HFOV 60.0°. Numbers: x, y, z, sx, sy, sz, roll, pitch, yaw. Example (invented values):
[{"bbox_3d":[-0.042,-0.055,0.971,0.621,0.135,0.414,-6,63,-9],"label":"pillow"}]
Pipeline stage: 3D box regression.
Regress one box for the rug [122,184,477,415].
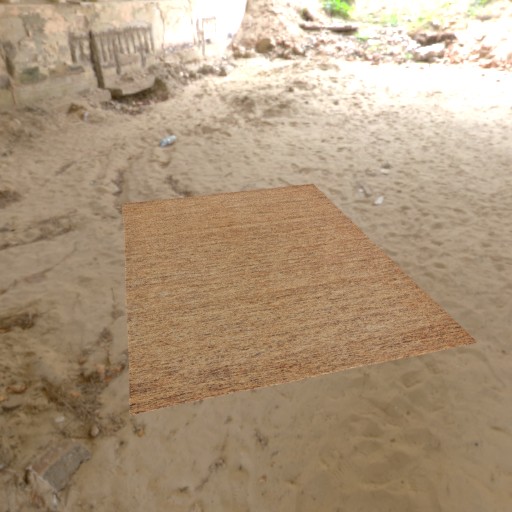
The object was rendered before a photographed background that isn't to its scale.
[{"bbox_3d":[0.000,0.000,4.251,2.438,0.012,3.200,-8,32,-13],"label":"rug"}]
